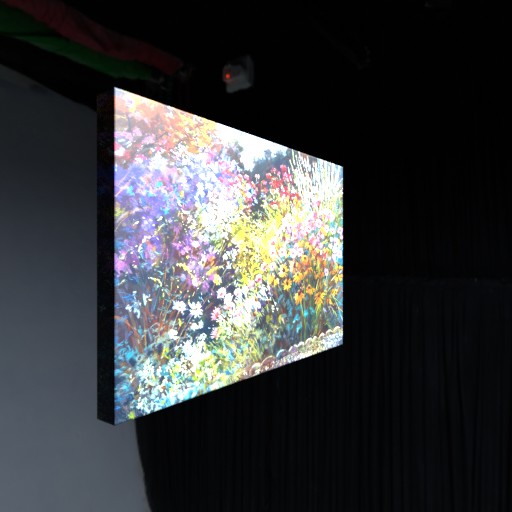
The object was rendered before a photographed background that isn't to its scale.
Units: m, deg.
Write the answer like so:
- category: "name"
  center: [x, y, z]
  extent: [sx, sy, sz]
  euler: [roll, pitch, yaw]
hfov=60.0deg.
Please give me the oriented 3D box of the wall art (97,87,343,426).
- category: "wall art"
  center: [0.000, 0.000, 0.785]
  extent: [0.037, 0.406, 0.610]
  euler: [0, 0, 37]
